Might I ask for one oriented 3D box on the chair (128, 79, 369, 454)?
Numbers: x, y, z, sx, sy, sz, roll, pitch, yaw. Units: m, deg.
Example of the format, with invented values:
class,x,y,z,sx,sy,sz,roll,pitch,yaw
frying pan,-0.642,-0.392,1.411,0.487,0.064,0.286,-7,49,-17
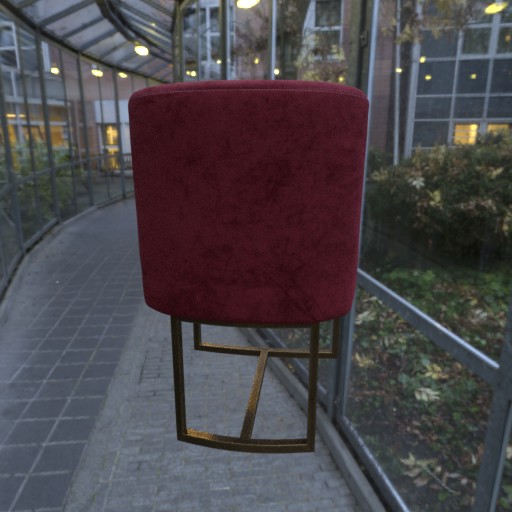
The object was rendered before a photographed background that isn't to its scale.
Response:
class,x,y,z,sx,sy,sz,roll,pitch,yaw
chair,0.000,0.000,1.184,0.530,0.824,0.560,2,15,7
